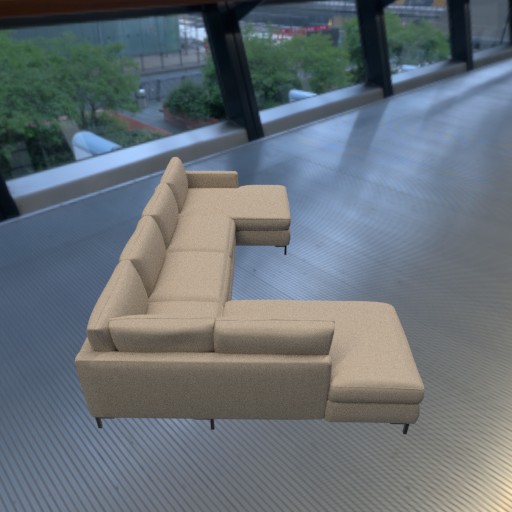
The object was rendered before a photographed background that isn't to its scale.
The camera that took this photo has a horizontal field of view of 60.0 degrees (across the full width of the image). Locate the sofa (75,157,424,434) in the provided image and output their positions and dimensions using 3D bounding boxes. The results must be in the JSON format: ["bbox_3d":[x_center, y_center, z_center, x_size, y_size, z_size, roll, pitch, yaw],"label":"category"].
[{"bbox_3d":[0.000,0.000,3.523,1.879,0.756,2.737,0,32,1],"label":"sofa"}]
